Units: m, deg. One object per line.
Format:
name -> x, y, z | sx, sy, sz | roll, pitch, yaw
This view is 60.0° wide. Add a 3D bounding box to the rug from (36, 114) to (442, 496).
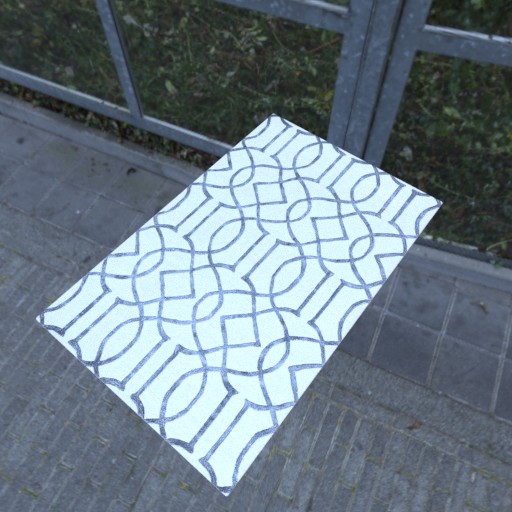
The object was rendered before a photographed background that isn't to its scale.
rug -> 0.000, 0.000, 2.914 | 1.521, 0.017, 2.365 | 34, 63, 20
